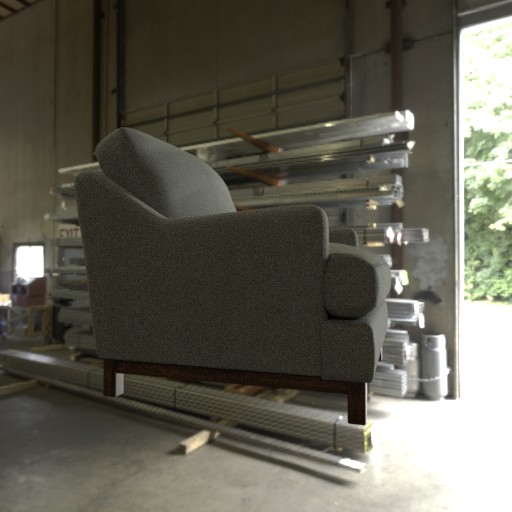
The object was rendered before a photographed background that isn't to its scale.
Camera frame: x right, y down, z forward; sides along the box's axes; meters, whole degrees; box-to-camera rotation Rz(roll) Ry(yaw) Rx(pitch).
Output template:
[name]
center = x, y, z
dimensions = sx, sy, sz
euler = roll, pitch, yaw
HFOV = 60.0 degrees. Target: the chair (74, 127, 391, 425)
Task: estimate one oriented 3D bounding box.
[chair]
center = 0.000, 0.000, 1.549
dimensions = 0.892, 0.821, 0.826
euler = 0, -1, 19
